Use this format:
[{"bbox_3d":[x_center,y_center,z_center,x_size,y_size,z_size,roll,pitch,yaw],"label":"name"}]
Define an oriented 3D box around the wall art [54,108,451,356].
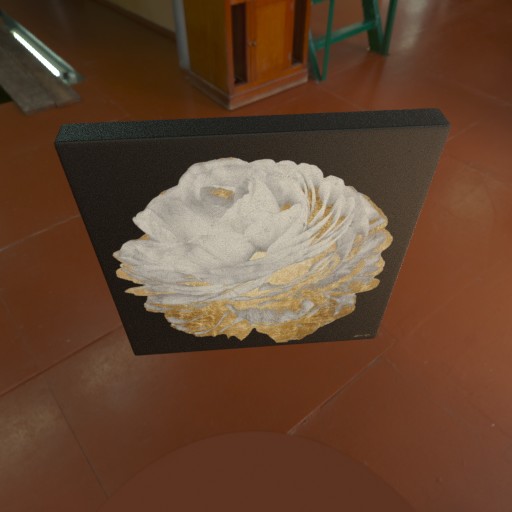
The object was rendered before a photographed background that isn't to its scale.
[{"bbox_3d":[0.000,0.000,0.610,0.406,0.407,0.041,-3,47,-3],"label":"wall art"}]
